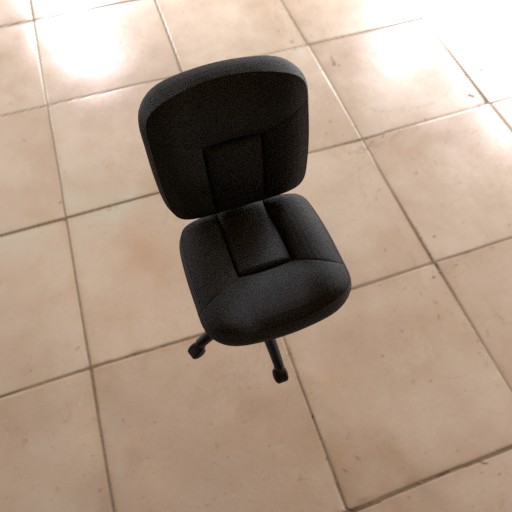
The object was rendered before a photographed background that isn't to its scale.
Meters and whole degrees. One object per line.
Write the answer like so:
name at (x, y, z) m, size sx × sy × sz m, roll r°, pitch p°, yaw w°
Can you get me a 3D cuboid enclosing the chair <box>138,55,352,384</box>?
chair at (0.000, 0.000, 1.371) m, size 0.610 × 0.972 × 0.610 m, roll -18°, pitch 64°, yaw -9°
